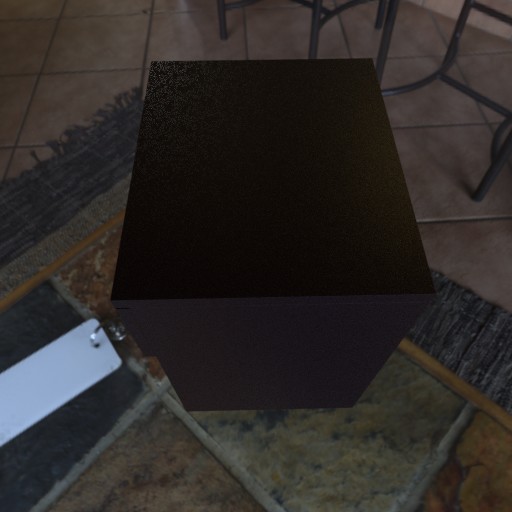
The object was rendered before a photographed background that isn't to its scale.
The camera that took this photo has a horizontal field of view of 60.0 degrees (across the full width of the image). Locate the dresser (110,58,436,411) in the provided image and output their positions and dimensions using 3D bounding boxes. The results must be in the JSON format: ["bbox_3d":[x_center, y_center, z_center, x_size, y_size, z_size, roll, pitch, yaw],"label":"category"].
[{"bbox_3d":[0.000,0.000,0.757,0.360,0.470,0.400,-1,58,-1],"label":"dresser"}]
